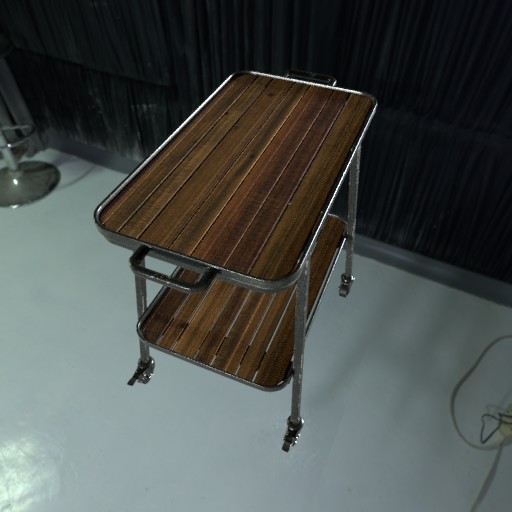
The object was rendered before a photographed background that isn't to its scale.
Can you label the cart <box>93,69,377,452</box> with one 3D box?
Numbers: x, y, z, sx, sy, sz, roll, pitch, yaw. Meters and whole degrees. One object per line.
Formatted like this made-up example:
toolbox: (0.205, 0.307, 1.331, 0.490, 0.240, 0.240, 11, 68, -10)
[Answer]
cart: (0.000, 0.000, 1.230, 0.515, 0.700, 0.806, 17, 50, 15)
